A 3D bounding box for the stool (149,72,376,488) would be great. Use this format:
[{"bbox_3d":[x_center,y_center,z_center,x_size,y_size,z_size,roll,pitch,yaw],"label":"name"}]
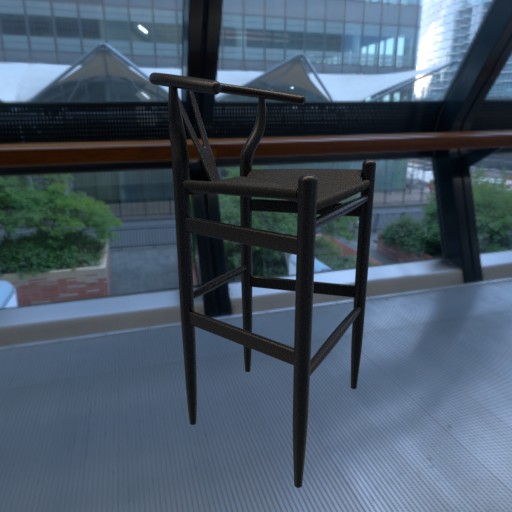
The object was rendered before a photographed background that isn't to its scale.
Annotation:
[{"bbox_3d":[0.000,0.000,1.385,0.579,1.072,0.569,8,18,27],"label":"stool"}]
